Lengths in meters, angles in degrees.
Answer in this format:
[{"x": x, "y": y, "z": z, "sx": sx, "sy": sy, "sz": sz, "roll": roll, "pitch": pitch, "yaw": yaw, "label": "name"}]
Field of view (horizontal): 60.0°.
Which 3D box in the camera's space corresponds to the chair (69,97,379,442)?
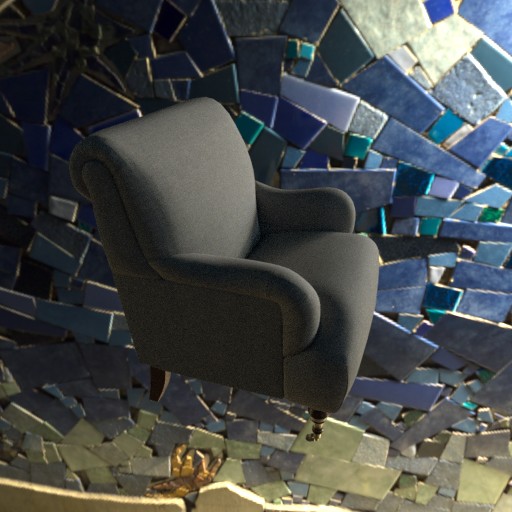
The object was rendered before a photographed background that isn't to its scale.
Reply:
[{"x": 0.000, "y": 0.000, "z": 1.548, "sx": 0.843, "sy": 0.942, "sz": 0.766, "roll": 9, "pitch": 30, "yaw": 17, "label": "chair"}]
